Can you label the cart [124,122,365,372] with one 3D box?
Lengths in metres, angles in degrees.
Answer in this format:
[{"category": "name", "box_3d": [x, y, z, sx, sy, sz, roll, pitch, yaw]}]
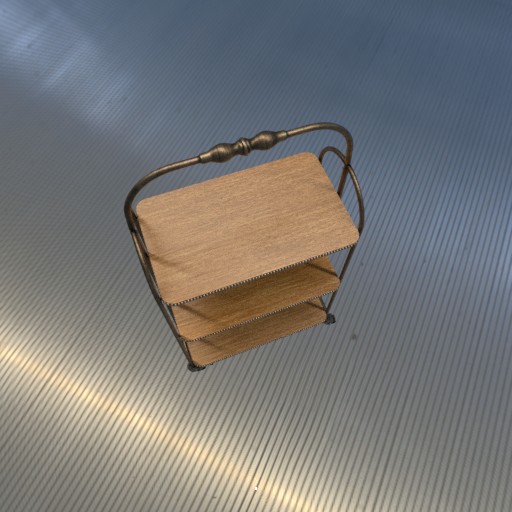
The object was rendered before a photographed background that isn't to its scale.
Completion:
[{"category": "cart", "box_3d": [0.000, 0.000, 1.374, 0.650, 1.052, 0.330, -18, 64, -9]}]
